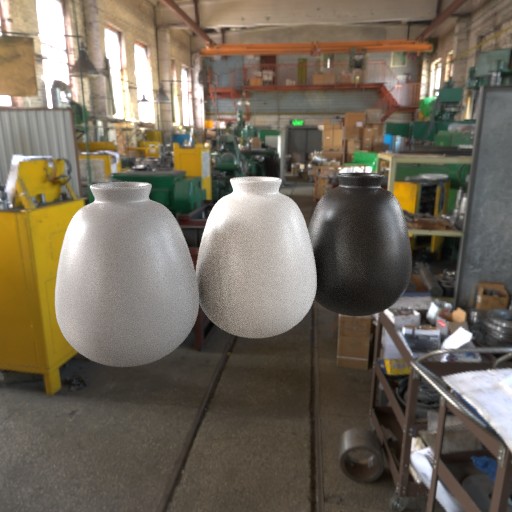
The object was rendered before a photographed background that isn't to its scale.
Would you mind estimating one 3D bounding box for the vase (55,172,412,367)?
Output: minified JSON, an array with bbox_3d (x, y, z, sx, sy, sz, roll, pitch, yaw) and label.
[{"bbox_3d":[0.000,0.000,0.353,0.297,0.122,0.097,-7,16,-25],"label":"vase"}]
